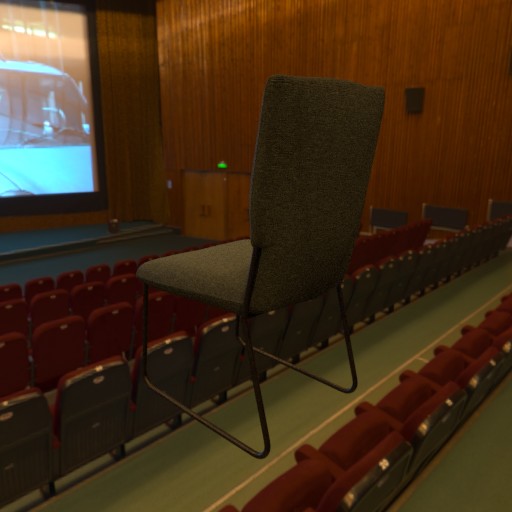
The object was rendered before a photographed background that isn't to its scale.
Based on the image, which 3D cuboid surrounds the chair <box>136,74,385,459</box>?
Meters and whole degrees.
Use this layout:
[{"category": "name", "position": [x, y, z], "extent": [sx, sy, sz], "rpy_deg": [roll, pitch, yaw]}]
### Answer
[{"category": "chair", "position": [0.000, 0.000, 1.308], "extent": [0.635, 0.931, 0.480], "rpy_deg": [14, 21, 42]}]
